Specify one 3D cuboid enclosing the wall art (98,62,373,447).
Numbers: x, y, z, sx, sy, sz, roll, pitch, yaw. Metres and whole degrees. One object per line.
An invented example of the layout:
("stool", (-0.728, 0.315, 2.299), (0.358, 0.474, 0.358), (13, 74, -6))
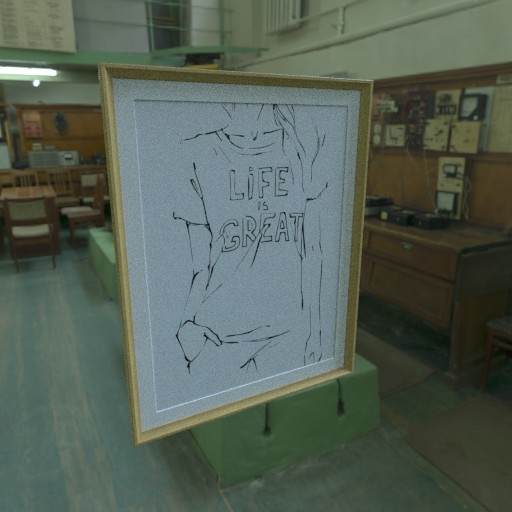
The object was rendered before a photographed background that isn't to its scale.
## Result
("wall art", (0.000, 0.000, 1.308), (0.798, 1.002, 0.030), (-9, 18, -28))
